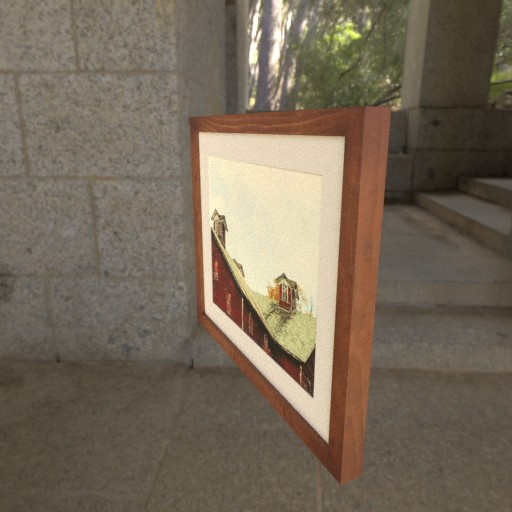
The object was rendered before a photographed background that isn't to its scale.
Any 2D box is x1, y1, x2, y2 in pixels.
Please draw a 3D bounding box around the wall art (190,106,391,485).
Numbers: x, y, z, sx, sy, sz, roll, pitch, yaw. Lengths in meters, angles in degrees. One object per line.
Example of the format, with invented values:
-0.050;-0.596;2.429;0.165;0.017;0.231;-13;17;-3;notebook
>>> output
0.000;0.000;0.747;0.033;0.457;0.558;-8;18;-25;wall art
